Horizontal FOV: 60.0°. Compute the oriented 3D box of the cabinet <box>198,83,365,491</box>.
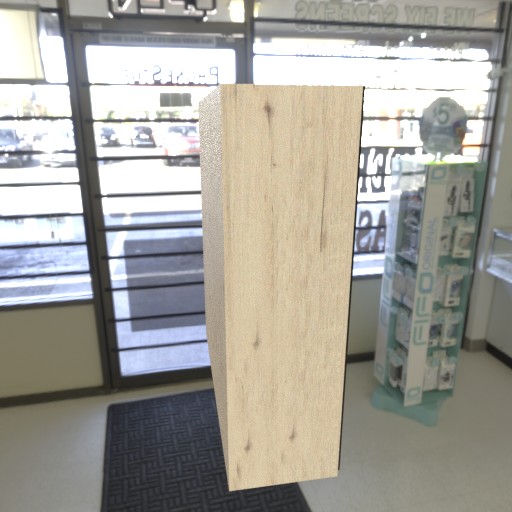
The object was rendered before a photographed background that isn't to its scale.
[{"bbox_3d":[0.000,0.000,3.216,0.660,2.180,2.000,-3,17,-9],"label":"cabinet"}]
